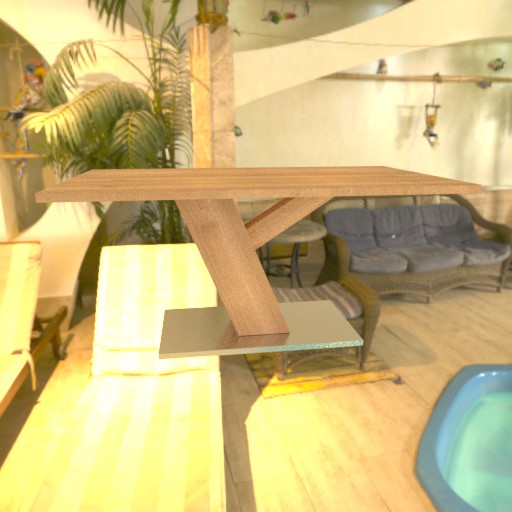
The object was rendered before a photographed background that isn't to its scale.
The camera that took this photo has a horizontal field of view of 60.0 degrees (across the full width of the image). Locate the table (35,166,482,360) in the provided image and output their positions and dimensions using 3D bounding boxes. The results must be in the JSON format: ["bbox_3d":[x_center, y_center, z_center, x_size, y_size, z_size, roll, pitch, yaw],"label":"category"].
[{"bbox_3d":[0.000,0.000,2.099,1.600,0.750,0.900,-2,16,-8],"label":"table"}]
